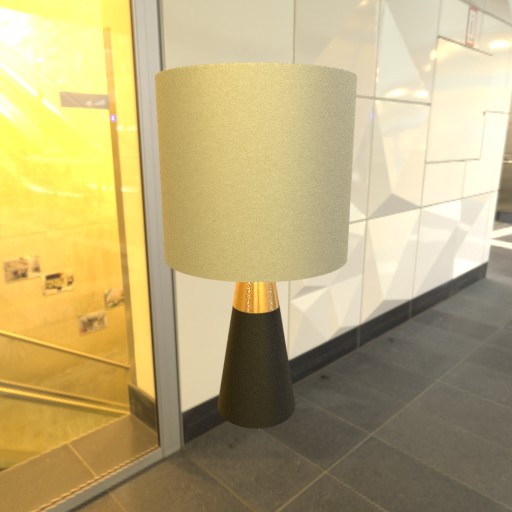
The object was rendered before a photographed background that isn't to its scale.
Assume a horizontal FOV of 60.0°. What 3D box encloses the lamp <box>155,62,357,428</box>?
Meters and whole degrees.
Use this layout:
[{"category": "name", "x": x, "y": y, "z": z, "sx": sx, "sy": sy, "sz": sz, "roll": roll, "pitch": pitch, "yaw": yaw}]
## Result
[{"category": "lamp", "x": 0.000, "y": 0.000, "z": 0.761, "sx": 0.308, "sy": 0.580, "sz": 0.308, "roll": 7, "pitch": 16, "yaw": 26}]
